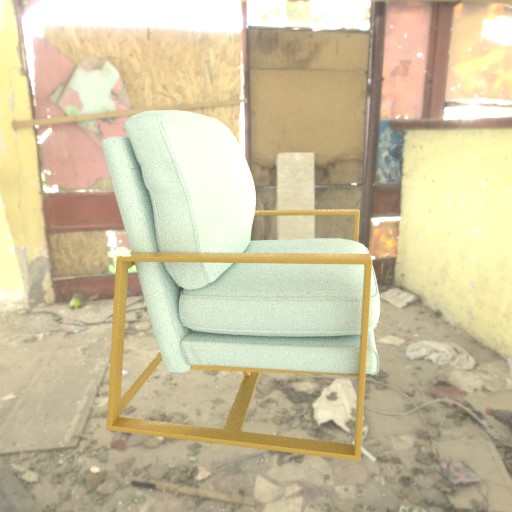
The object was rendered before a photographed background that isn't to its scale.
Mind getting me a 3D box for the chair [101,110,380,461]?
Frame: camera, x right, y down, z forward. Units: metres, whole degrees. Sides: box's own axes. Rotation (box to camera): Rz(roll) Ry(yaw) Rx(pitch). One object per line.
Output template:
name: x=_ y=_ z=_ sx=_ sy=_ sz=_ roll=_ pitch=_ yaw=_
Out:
chair: x=0.000 y=0.000 z=1.538 sx=0.813 sy=0.956 sz=0.758 roll=3 pitch=16 yaw=10
